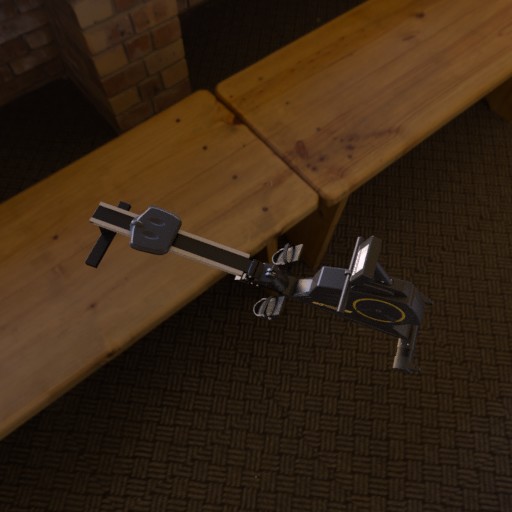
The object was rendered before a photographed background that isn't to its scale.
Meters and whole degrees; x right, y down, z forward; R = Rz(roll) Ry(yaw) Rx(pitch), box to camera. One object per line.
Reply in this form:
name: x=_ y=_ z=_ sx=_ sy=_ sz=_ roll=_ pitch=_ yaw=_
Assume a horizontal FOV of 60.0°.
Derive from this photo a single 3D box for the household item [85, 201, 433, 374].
household item: x=0.000 y=0.000 z=2.596 sx=2.251 sy=0.810 sz=0.521 roll=17 pitch=65 yaw=9
